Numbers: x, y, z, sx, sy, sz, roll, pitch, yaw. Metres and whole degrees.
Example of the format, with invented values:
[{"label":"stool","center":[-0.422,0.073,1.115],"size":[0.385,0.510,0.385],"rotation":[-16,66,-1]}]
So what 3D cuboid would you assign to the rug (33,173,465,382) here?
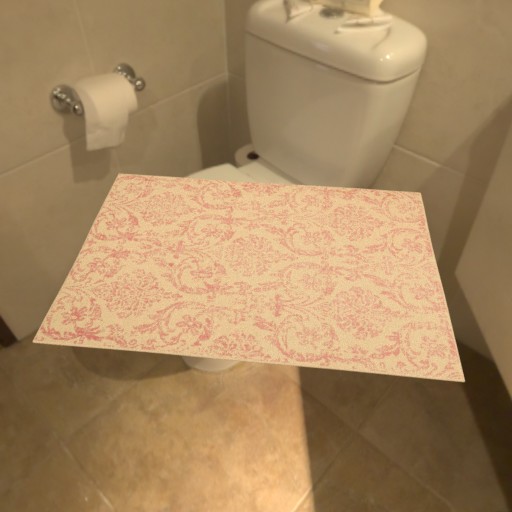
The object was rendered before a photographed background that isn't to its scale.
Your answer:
[{"label":"rug","center":[0.000,0.000,3.409],"size":[2.746,0.018,1.819],"rotation":[4,47,4]}]
